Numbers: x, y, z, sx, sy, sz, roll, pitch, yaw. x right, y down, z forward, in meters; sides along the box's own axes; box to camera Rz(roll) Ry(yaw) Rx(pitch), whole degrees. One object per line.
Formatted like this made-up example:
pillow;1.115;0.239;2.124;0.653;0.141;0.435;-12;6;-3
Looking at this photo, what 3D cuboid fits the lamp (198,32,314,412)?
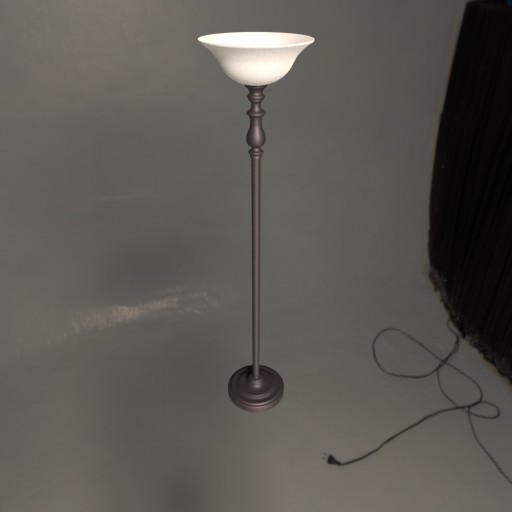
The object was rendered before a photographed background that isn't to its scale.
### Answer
lamp;0.000;0.000;2.026;0.405;1.797;0.405;-10;33;-15
